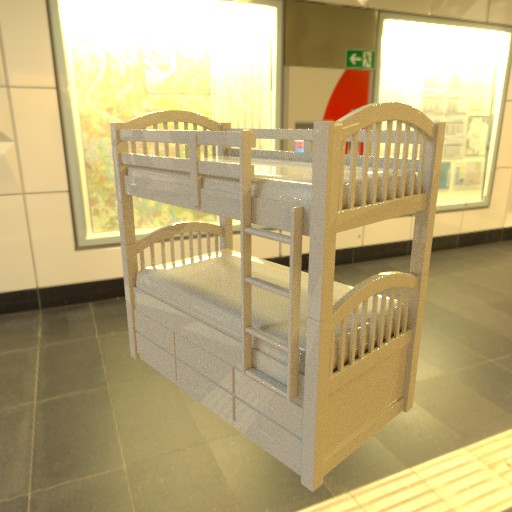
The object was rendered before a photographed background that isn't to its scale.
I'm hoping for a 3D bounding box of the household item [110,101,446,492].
[{"bbox_3d":[0.000,0.000,3.185,1.143,2.032,2.032,-15,22,-41],"label":"household item"}]
